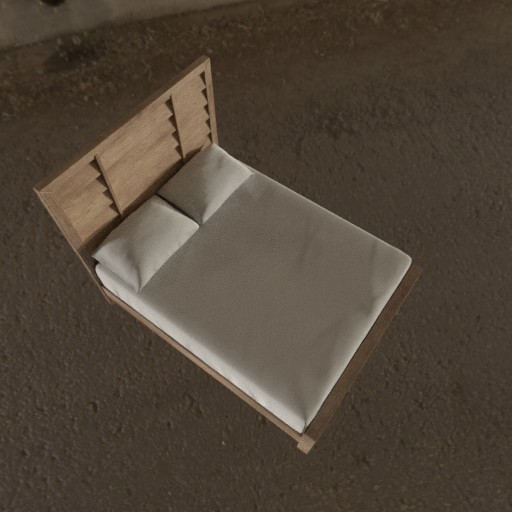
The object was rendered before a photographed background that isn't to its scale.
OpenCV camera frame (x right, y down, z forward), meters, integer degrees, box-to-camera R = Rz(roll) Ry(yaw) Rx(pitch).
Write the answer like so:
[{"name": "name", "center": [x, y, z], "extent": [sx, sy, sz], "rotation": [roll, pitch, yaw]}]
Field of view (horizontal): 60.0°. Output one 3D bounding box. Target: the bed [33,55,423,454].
[{"name": "bed", "center": [0.000, 0.000, 3.398], "extent": [2.197, 1.626, 1.626], "rotation": [32, 64, 18]}]
